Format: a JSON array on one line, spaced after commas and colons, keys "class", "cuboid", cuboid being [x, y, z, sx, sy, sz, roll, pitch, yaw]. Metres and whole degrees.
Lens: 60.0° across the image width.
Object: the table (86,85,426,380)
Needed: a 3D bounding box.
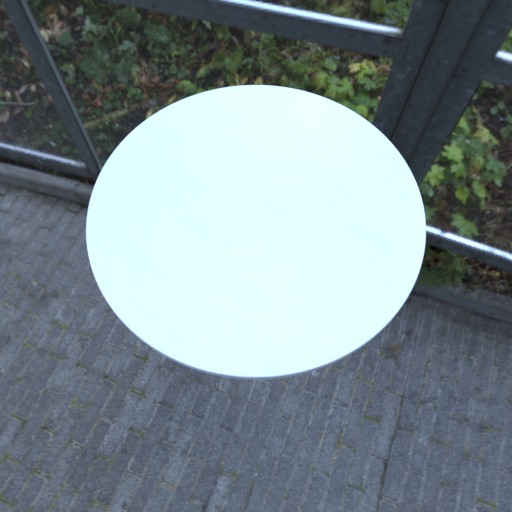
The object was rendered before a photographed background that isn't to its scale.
[{"class": "table", "cuboid": [0.000, 0.000, 0.971, 0.600, 0.400, 0.600, 0, 64, 0]}]
